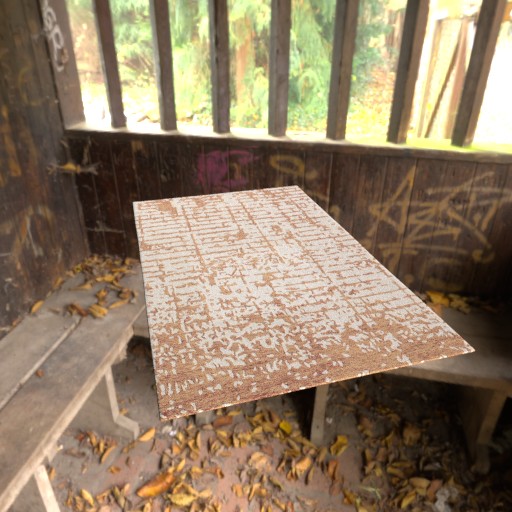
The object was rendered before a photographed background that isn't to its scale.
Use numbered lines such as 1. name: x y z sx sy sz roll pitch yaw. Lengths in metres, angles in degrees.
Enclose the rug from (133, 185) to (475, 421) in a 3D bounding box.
1. rug: 0.000 0.000 2.997 1.517 0.011 2.435 -8 30 -14
